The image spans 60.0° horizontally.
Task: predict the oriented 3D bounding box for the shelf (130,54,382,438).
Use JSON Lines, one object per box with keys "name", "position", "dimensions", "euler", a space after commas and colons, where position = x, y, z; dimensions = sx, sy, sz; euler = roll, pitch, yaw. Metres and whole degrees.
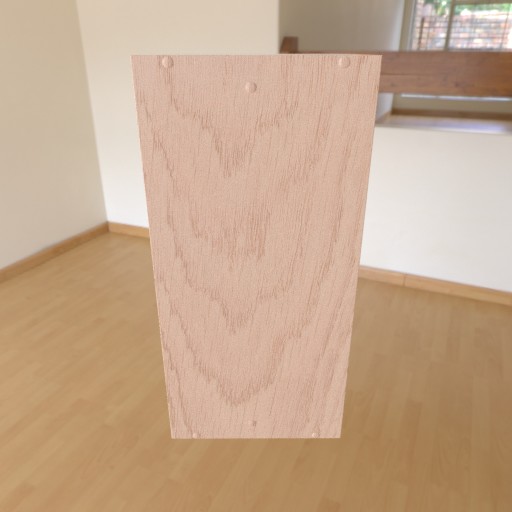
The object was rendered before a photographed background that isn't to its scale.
{"name": "shelf", "position": [0.000, 0.000, 0.725], "dimensions": [0.290, 0.600, 0.200], "euler": [0, 25, 0]}
